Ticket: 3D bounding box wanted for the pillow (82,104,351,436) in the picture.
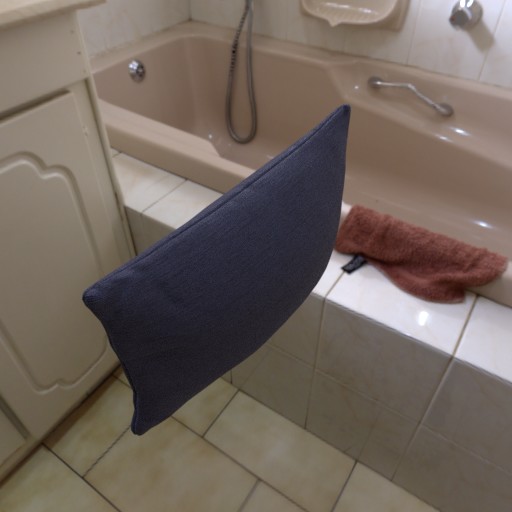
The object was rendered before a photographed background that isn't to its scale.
[{"bbox_3d":[0.000,0.000,0.787,0.210,0.338,0.633,26,49,26],"label":"pillow"}]
